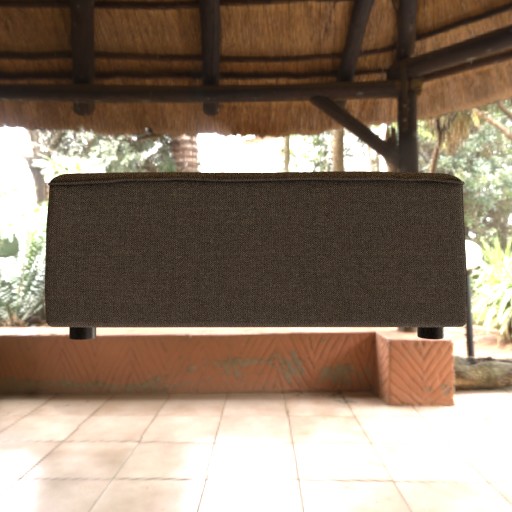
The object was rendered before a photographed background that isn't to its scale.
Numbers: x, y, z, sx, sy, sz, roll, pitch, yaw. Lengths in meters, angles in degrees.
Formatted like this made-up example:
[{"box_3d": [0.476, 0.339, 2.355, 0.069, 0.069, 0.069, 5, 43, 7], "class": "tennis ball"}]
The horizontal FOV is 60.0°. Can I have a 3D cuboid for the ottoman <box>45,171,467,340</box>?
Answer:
[{"box_3d": [0.000, 0.000, 1.537, 1.017, 0.423, 1.023, 0, -1, 0], "class": "ottoman"}]
